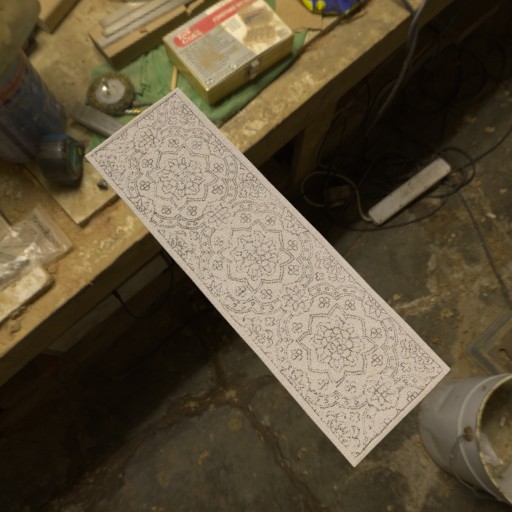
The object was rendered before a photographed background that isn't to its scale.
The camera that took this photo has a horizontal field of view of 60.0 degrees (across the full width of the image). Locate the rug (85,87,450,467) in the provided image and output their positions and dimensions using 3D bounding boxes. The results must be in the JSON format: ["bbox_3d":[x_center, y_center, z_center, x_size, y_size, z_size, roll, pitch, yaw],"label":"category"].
[{"bbox_3d":[0.000,0.000,2.661,0.769,0.012,2.448,-41,79,-10],"label":"rug"}]
